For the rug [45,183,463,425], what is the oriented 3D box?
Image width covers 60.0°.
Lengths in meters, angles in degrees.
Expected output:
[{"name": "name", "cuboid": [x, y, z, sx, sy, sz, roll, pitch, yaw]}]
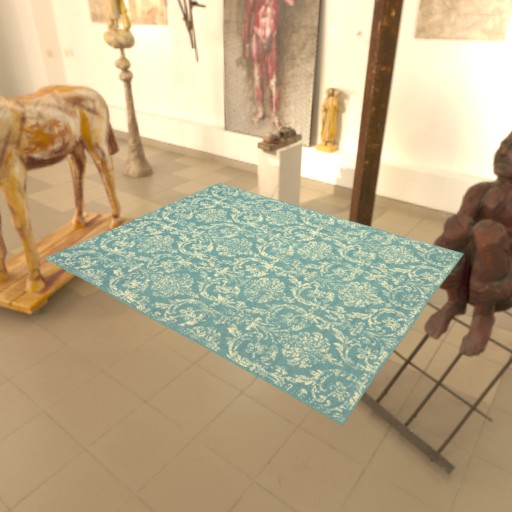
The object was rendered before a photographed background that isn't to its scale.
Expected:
[{"name": "rug", "cuboid": [0.000, 0.000, 4.019, 2.980, 0.012, 2.363, 21, 36, 31]}]
